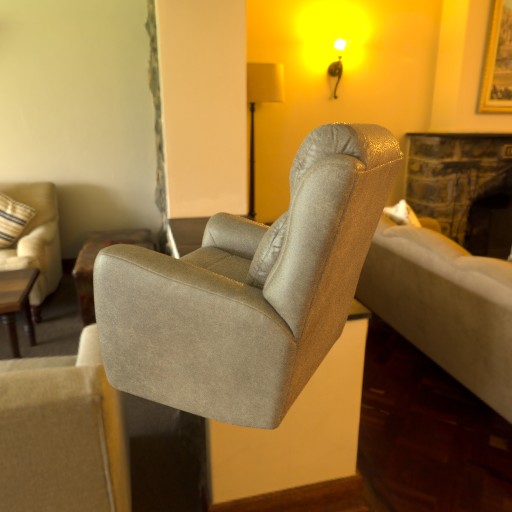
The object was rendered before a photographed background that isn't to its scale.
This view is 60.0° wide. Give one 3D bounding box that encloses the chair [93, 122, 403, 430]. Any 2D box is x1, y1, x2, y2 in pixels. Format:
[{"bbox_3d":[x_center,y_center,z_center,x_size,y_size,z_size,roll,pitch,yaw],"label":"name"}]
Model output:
[{"bbox_3d":[0.000,0.000,1.948,1.068,1.116,0.967,8,18,25],"label":"chair"}]
